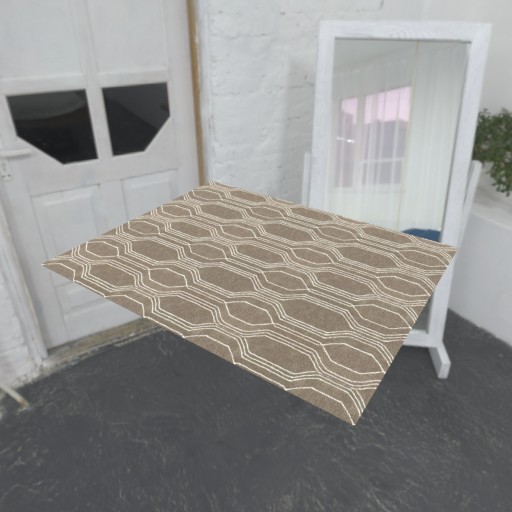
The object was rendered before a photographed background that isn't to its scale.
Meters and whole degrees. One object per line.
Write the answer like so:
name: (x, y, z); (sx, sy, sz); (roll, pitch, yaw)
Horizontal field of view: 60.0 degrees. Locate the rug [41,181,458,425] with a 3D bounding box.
rug: (0.000, 0.000, 4.160); (3.062, 0.012, 2.457); (20, 36, 29)
